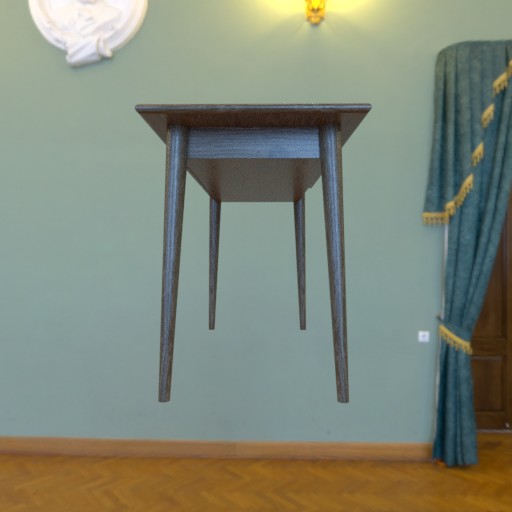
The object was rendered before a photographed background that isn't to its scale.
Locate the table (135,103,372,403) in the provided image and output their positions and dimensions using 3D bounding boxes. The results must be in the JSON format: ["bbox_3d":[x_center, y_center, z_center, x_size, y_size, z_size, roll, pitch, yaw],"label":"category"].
[{"bbox_3d":[0.000,0.000,1.771,0.599,0.780,1.300,0,0,1],"label":"table"}]
